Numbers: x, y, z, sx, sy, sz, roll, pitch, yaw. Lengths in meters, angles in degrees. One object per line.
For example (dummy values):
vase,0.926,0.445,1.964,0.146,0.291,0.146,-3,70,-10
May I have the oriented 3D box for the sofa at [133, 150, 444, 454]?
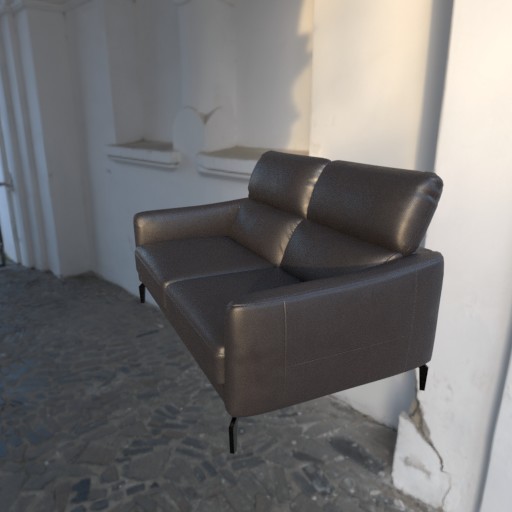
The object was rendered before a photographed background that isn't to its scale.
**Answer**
sofa,0.000,0.000,2.207,0.958,0.920,1.596,-8,19,-25
